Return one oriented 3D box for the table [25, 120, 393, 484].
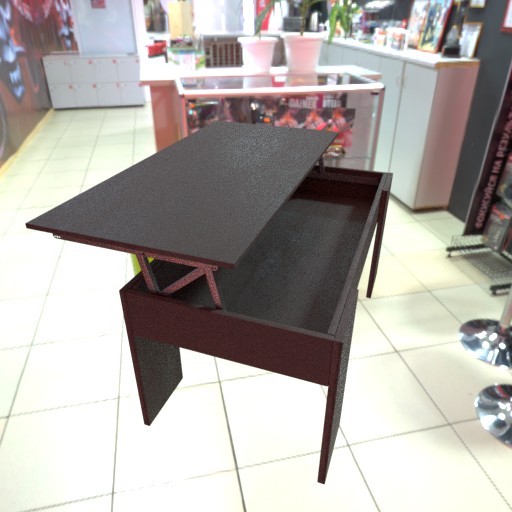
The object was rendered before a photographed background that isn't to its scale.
[{"bbox_3d":[0.000,0.000,1.412,0.711,0.570,1.000,11,32,17],"label":"table"}]
